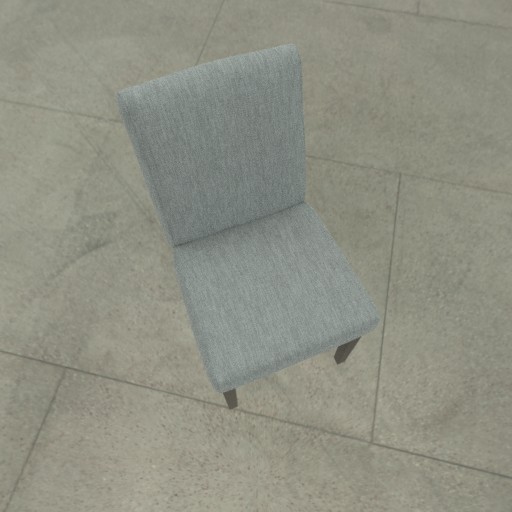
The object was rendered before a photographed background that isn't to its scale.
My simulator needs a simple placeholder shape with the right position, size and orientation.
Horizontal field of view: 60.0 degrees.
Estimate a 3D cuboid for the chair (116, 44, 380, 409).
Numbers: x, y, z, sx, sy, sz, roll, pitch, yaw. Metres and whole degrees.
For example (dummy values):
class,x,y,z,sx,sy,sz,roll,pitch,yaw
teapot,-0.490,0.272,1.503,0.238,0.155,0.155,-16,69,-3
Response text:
class,x,y,z,sx,sy,sz,roll,pitch,yaw
chair,0.000,0.000,1.279,0.487,0.884,0.629,-20,65,-10
